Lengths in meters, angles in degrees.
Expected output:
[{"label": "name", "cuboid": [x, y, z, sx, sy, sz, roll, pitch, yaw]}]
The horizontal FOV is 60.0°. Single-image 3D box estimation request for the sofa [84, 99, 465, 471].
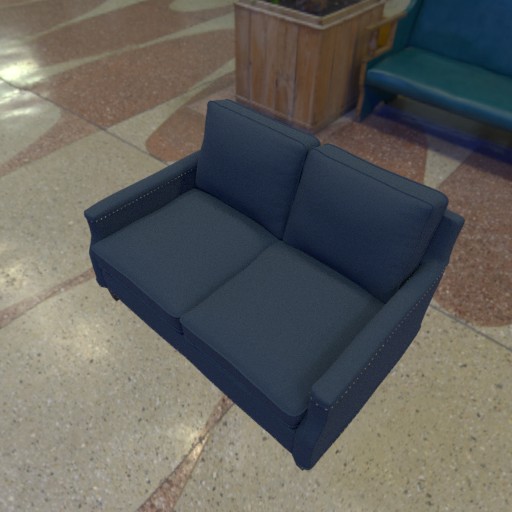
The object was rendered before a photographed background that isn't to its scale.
[{"label": "sofa", "cuboid": [0.000, 0.000, 2.251, 1.597, 1.003, 1.084, 33, 54, 29]}]
